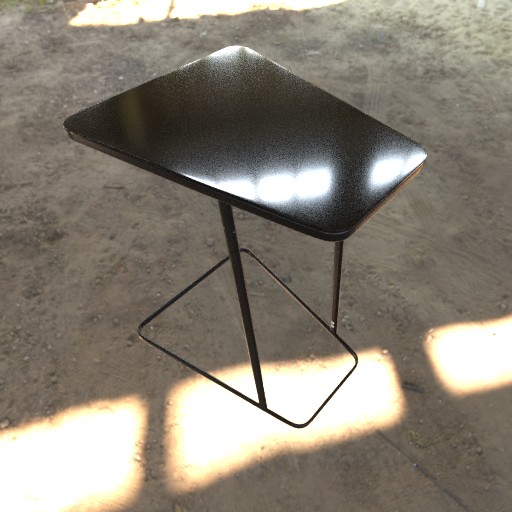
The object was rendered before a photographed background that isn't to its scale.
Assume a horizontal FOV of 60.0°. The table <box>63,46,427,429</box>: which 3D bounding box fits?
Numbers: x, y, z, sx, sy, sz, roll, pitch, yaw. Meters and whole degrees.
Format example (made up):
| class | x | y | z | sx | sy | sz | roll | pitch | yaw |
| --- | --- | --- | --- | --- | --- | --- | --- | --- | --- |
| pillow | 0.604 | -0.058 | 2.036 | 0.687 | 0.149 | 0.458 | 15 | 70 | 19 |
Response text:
| class | x | y | z | sx | sy | sz | roll | pitch | yaw |
| --- | --- | --- | --- | --- | --- | --- | --- | --- | --- |
| table | 0.000 | 0.000 | 0.945 | 0.500 | 0.624 | 0.427 | 33 | 55 | 27 |
